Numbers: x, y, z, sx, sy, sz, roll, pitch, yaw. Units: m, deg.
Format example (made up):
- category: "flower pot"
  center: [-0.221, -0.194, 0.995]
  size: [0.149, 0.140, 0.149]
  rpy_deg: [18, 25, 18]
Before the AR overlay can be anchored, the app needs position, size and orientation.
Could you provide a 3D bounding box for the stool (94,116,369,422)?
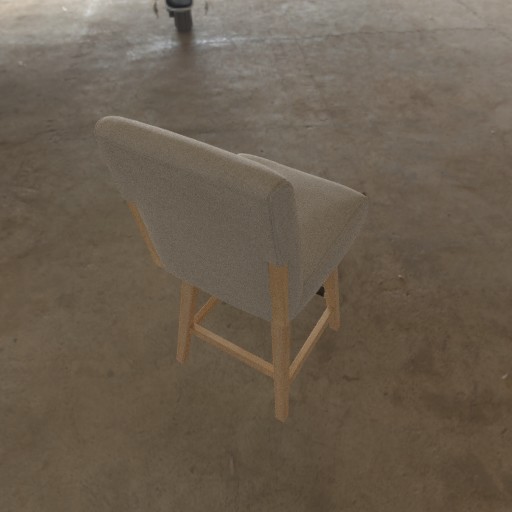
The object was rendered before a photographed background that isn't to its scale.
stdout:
- category: "stool"
  center: [0.000, 0.000, 1.400]
  size: [0.507, 1.085, 0.606]
  rpy_deg: [24, 50, 21]
